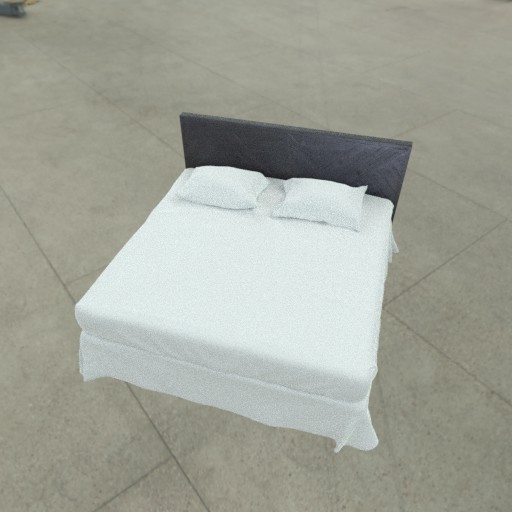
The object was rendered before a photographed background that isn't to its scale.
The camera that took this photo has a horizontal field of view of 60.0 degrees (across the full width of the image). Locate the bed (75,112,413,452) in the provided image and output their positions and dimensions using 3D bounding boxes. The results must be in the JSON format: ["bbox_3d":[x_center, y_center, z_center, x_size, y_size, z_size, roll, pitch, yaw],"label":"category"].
[{"bbox_3d":[0.000,0.000,3.410,2.255,1.158,2.165,11,43,12],"label":"bed"}]
